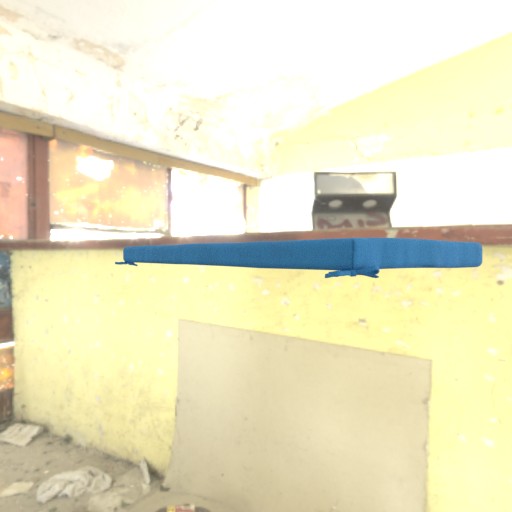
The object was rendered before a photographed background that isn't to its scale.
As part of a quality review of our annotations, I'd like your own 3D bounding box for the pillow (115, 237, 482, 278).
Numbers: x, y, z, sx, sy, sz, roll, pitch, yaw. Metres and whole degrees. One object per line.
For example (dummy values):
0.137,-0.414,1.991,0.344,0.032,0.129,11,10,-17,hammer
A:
0.000,0.000,1.352,0.492,0.081,1.187,0,0,-37,pillow
